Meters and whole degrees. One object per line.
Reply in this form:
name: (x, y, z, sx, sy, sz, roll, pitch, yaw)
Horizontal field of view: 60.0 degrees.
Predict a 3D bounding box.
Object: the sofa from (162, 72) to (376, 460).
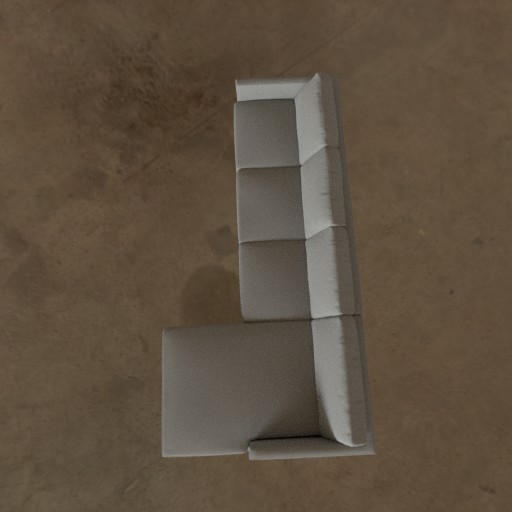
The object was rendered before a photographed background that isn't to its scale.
sofa: (0.000, 0.000, 3.815, 1.622, 0.867, 3.177, -2, 76, -1)
